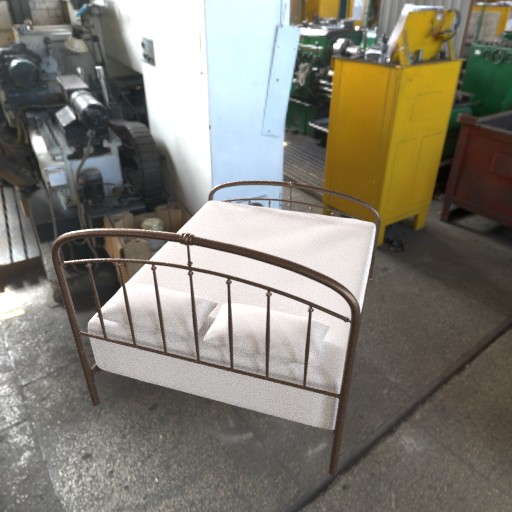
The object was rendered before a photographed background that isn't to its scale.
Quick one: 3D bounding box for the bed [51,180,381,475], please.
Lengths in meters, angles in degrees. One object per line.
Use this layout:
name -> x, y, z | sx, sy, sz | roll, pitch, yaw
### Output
bed -> 0.000, 0.000, 3.326 | 1.711, 1.475, 2.168 | 10, 33, 15
